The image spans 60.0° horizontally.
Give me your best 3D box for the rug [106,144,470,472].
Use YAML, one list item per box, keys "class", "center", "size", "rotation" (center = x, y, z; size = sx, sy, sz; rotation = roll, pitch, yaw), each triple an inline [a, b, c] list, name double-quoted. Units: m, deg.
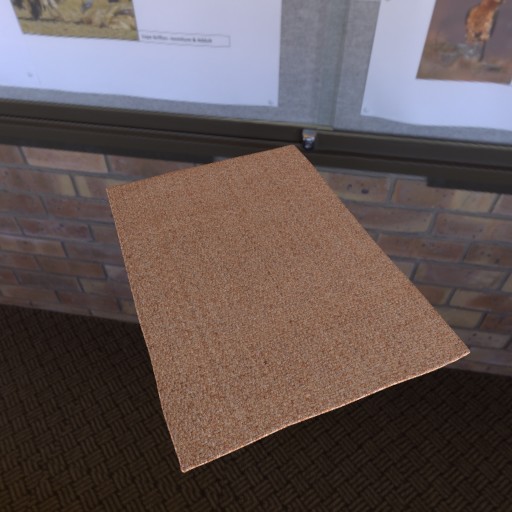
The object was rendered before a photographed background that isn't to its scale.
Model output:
- class: "rug"
  center: [0.000, 0.000, 2.756]
  size: [1.566, 0.013, 2.141]
  rotation: [-16, 48, -16]
